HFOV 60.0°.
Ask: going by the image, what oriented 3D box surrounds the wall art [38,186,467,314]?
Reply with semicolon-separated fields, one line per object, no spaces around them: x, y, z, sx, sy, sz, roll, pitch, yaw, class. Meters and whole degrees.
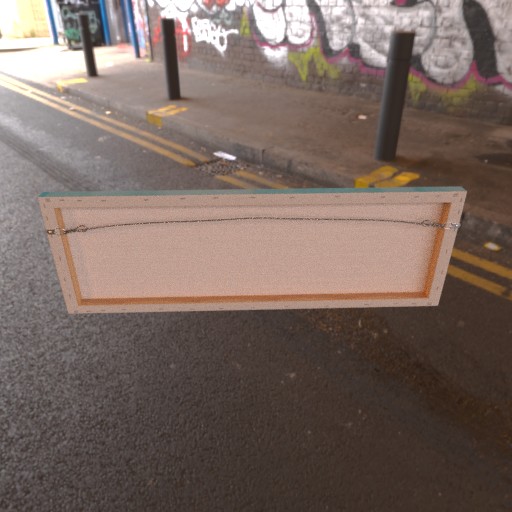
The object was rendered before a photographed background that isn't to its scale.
0.000;0.000;0.844;0.759;0.254;0.044;-1;30;-2;wall art
